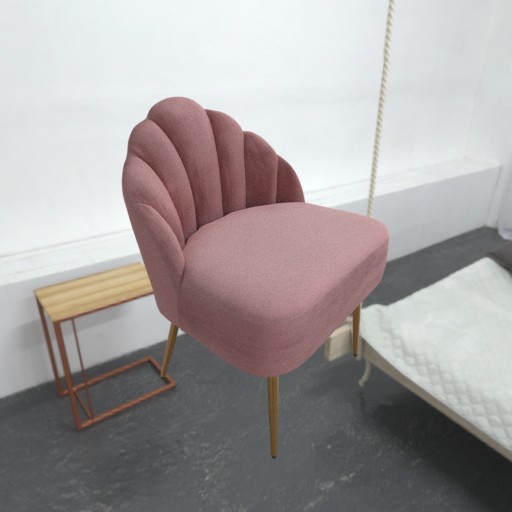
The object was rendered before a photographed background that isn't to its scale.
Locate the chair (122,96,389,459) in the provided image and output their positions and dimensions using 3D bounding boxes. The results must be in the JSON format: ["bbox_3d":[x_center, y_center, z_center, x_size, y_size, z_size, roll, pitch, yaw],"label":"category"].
[{"bbox_3d":[0.000,0.000,1.263,0.599,0.819,0.657,18,31,32],"label":"chair"}]
